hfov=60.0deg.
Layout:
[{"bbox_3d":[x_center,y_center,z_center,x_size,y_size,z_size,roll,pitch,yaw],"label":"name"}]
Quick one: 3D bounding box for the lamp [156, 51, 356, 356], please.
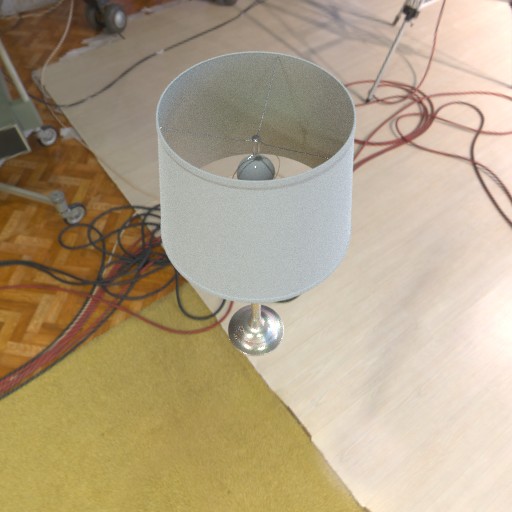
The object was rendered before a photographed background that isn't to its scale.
[{"bbox_3d":[0.000,0.000,0.872,0.331,0.698,0.331,0,56,0],"label":"lamp"}]
